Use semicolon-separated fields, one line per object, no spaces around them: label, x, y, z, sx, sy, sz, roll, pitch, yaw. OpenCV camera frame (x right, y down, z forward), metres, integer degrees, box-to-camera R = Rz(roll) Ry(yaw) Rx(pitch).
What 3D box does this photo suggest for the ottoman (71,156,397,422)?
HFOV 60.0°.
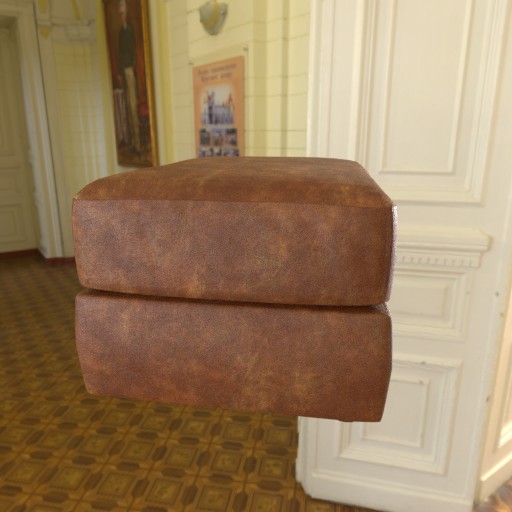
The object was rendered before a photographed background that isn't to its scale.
ottoman;0.000;0.000;1.134;0.603;0.476;0.751;3;16;9
